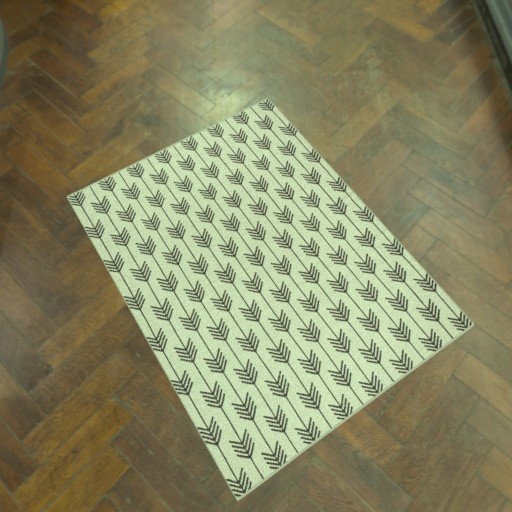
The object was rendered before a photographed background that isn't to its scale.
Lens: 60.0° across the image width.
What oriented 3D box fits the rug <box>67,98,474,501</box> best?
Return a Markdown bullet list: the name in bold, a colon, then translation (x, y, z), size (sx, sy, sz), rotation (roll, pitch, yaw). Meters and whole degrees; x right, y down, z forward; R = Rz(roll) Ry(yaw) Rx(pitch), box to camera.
- **rug**: translation (0.000, 0.000, 3.954), size (2.330, 0.010, 3.061), rotation (-31, 67, -14)
